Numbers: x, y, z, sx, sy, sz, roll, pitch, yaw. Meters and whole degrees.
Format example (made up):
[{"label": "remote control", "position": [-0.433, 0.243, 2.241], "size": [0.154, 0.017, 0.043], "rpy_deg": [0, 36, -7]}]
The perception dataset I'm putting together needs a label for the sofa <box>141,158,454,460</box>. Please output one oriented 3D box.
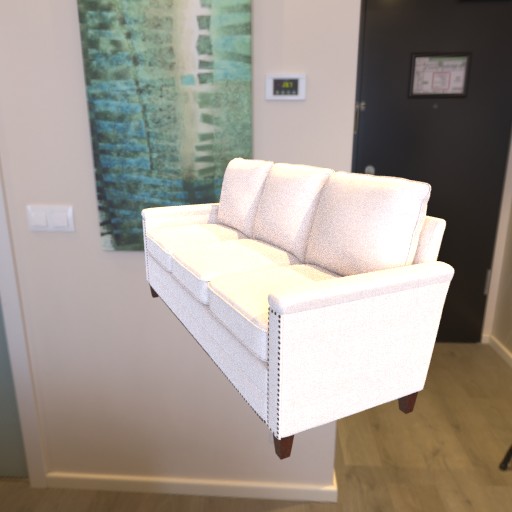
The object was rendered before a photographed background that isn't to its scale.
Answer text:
[{"label": "sofa", "position": [0.000, 0.000, 2.404], "size": [0.828, 0.961, 1.925], "rpy_deg": [-8, 17, -26]}]
